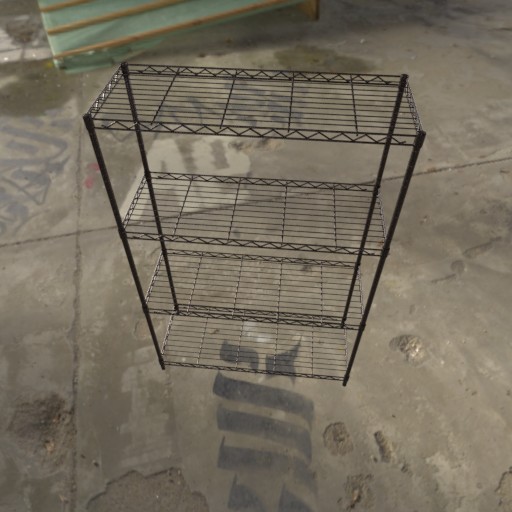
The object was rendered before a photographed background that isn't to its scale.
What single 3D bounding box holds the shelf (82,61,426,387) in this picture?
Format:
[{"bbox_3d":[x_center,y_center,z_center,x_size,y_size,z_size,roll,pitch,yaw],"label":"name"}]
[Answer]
[{"bbox_3d":[0.000,0.000,1.768,0.907,1.361,0.352,4,47,4],"label":"shelf"}]
